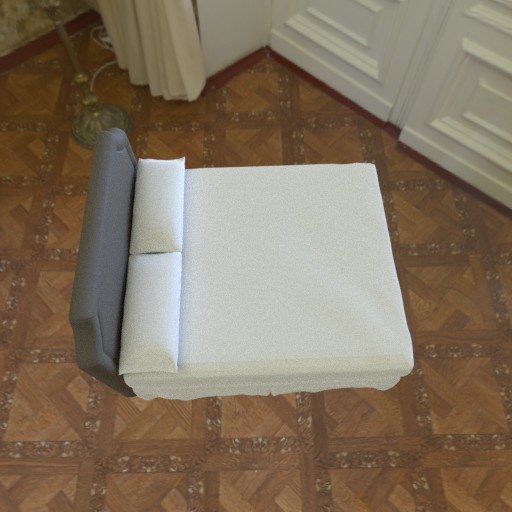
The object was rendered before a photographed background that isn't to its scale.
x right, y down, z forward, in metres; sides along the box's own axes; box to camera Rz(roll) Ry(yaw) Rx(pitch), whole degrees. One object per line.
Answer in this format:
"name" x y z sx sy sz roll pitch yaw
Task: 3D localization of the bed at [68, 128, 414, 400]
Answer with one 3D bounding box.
"bed" 0.000 0.000 3.927 2.536 1.561 2.194 -2 64 -1
